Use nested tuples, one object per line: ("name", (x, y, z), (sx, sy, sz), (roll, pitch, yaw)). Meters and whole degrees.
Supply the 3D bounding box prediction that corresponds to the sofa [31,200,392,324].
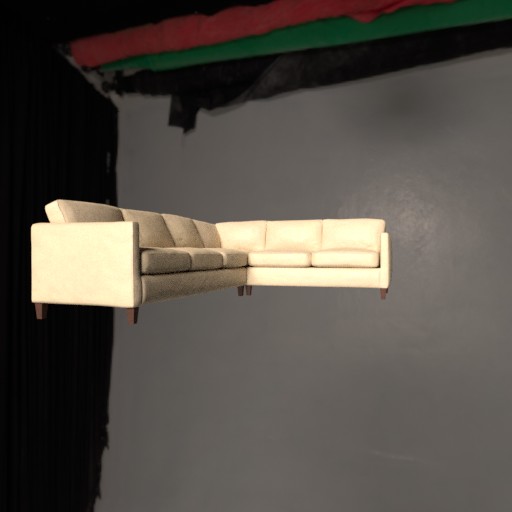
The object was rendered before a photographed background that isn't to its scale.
("sofa", (0.000, 0.000, 4.488), (2.593, 0.947, 3.302), (0, 0, 18))
